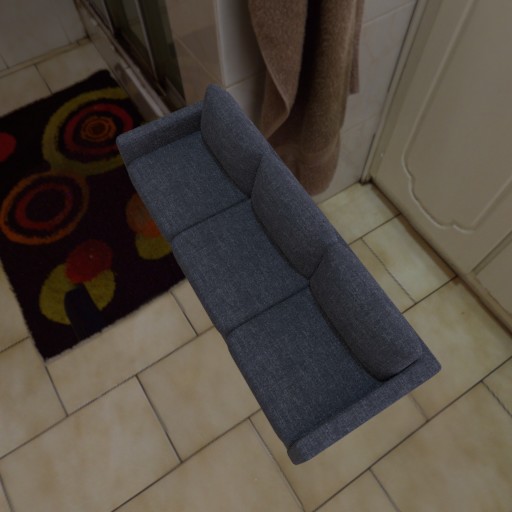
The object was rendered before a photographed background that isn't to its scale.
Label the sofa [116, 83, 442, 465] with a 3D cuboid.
[{"bbox_3d":[0.000,0.000,2.716,0.859,0.874,2.218,-28,67,-13],"label":"sofa"}]
